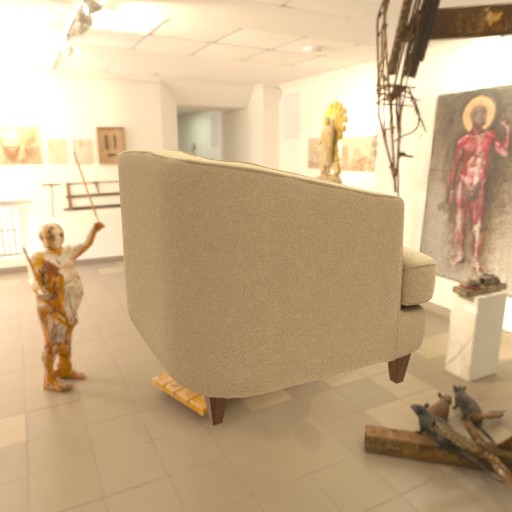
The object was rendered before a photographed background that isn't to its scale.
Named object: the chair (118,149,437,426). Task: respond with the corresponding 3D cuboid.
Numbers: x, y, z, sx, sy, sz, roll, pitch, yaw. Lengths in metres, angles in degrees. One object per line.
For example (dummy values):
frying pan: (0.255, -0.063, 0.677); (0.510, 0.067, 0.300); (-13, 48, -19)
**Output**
chair: (0.000, 0.000, 1.816); (0.941, 0.852, 1.104); (-7, 15, -27)
